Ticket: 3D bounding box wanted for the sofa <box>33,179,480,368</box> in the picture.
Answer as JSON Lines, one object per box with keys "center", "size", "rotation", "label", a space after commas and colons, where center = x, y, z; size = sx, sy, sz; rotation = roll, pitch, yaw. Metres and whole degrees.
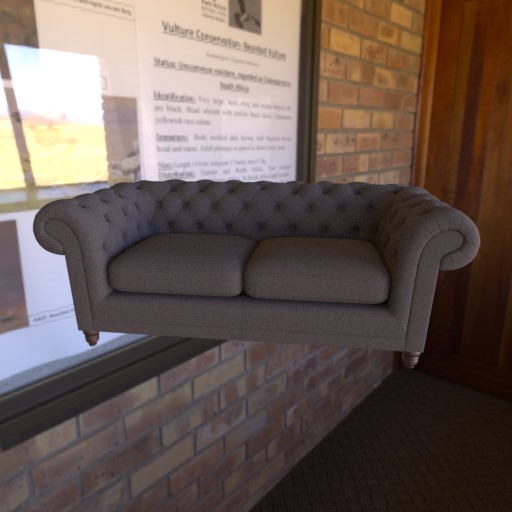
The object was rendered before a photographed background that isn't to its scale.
{"center": [0.000, 0.000, 2.455], "size": [1.998, 0.764, 0.986], "rotation": [2, 15, 8], "label": "sofa"}
